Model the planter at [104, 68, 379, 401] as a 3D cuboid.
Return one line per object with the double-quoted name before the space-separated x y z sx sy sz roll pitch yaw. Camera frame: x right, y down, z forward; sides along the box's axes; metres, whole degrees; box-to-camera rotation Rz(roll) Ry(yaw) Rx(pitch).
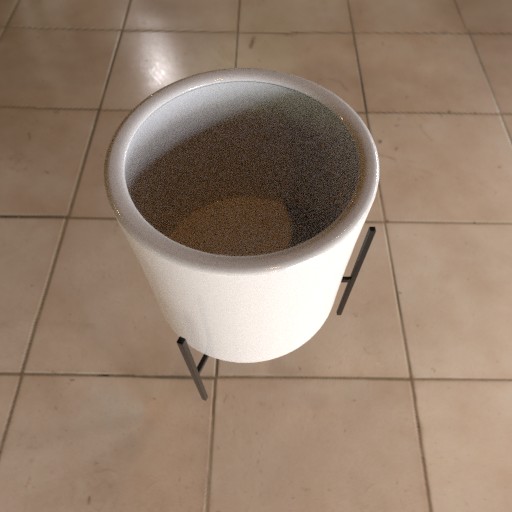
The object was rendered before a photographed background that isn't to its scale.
"planter" 0.000 0.000 0.735 0.361 0.480 0.360 0 59 0
